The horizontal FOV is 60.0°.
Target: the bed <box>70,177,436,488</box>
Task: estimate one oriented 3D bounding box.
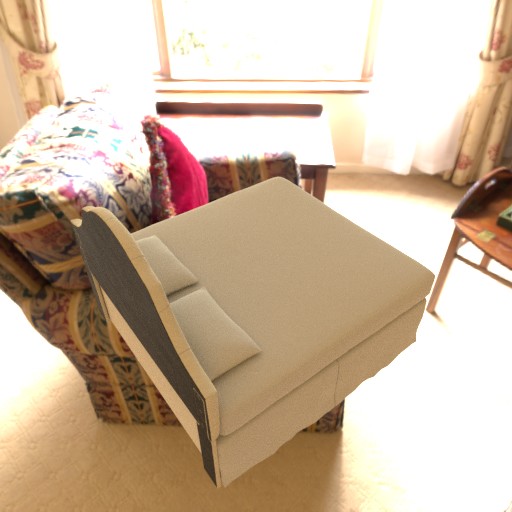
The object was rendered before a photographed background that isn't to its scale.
[{"bbox_3d":[0.000,0.000,3.413,2.086,1.555,2.012,-26,46,-28],"label":"bed"}]
